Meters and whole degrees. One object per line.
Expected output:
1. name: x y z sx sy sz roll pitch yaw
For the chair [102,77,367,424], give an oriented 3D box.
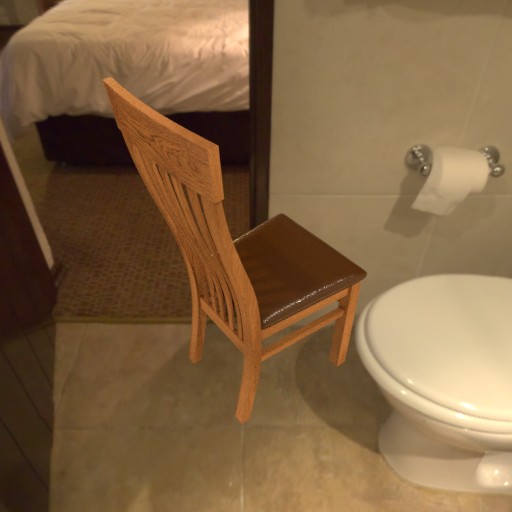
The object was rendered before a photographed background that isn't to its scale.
1. chair: 0.000 0.000 1.354 0.580 1.050 0.450 -26 46 -28
